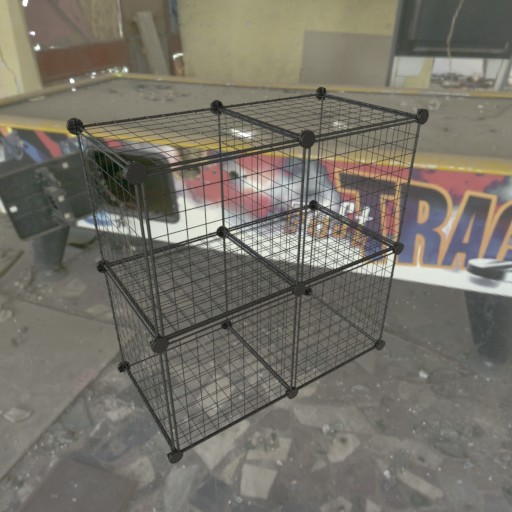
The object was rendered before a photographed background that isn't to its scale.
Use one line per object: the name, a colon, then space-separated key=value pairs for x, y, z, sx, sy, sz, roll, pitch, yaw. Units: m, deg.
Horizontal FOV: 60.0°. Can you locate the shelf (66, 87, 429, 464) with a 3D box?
shelf: x=0.000 y=0.000 z=1.136 sx=0.711 sy=0.711 sz=0.356 roll=-19 pitch=35 yaw=-29
